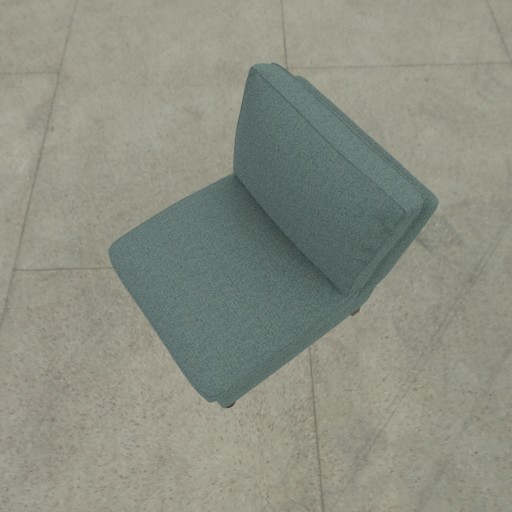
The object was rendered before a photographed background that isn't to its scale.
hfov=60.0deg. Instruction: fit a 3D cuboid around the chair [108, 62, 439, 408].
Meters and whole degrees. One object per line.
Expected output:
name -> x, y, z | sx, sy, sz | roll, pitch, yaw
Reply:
chair -> 0.000, 0.000, 1.456 | 0.796, 0.901, 0.624 | -34, 69, -15
